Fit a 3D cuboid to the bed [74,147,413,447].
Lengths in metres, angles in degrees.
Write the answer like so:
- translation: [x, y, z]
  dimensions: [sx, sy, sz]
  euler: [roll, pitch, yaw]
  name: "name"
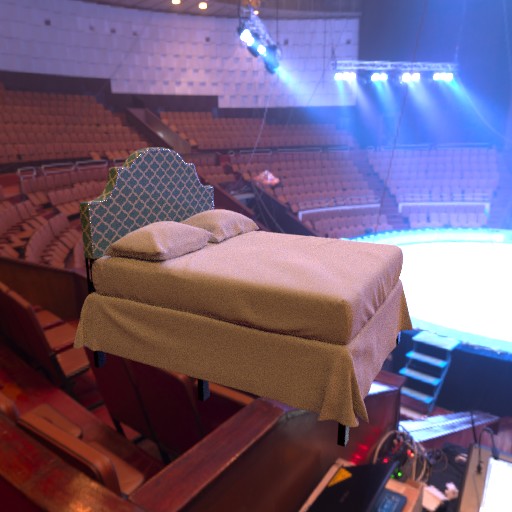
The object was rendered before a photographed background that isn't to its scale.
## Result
- translation: [0.000, 0.000, 3.434]
  dimensions: [2.222, 1.633, 1.780]
  euler: [7, 16, 27]
  name: "bed"
